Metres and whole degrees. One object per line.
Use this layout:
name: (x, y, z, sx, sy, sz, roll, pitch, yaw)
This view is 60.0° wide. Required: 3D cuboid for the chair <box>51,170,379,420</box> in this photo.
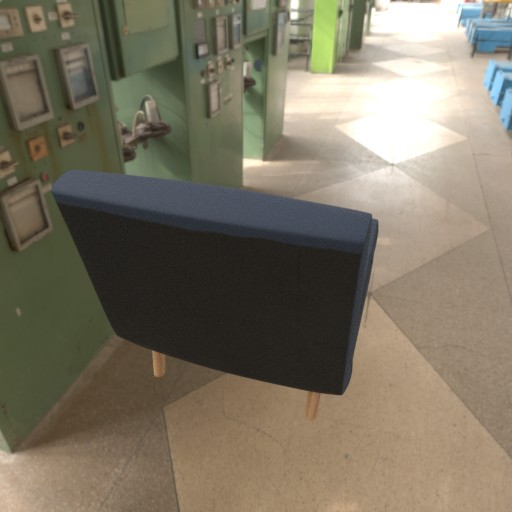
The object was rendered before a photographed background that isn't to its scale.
chair: (0.000, 0.000, 1.517, 0.770, 0.808, 0.900, 10, 34, 16)
